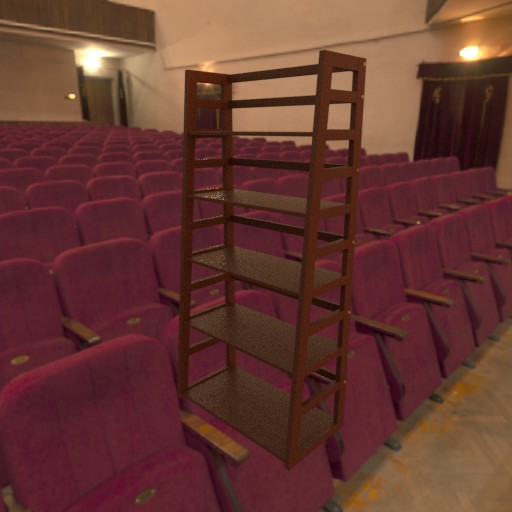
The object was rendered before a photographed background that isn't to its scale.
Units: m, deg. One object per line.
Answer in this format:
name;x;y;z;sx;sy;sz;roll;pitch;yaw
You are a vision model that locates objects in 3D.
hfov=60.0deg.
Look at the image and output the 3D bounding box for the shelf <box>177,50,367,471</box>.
shelf;0.000;0.000;1.987;0.763;1.600;0.403;15;22;42
